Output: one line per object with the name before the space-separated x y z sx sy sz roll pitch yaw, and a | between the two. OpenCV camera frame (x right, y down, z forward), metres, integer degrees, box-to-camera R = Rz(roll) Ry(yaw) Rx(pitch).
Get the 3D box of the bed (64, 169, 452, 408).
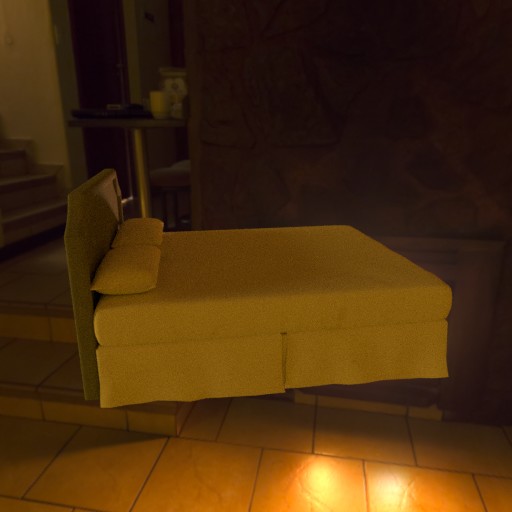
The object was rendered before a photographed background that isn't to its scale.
bed | 0.000 0.000 3.612 2.464 1.306 1.977 -3 17 -9
